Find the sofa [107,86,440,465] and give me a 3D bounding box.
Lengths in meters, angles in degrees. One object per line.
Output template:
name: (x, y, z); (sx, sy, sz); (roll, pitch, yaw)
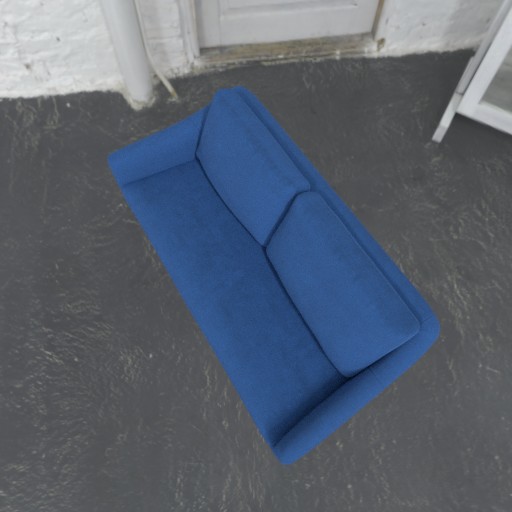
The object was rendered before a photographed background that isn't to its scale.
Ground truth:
sofa: (0.000, 0.000, 2.578); (0.960, 0.903, 2.036); (-29, 67, -13)
